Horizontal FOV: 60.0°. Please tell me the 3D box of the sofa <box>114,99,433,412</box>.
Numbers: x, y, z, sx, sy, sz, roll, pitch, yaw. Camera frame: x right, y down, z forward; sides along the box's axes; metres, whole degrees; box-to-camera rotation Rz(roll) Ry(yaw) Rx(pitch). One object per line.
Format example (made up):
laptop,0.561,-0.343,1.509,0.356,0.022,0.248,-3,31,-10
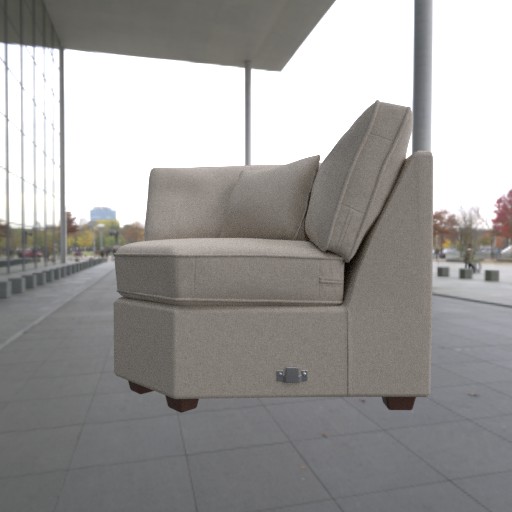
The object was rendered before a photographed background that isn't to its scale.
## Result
sofa,0.000,0.000,1.790,1.050,0.937,1.042,0,1,1
